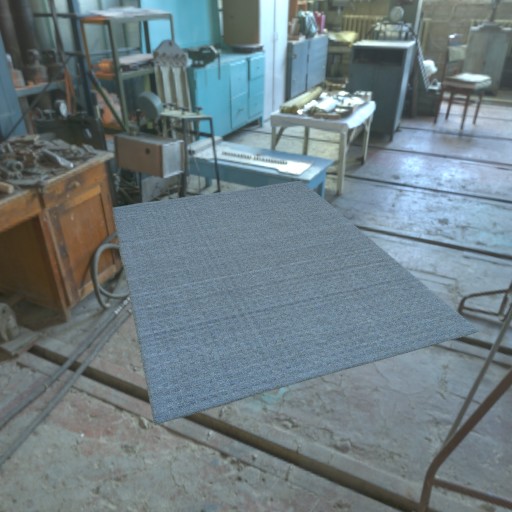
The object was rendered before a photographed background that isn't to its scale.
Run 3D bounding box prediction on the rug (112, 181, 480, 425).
[{"bbox_3d":[0.000,0.000,4.252,2.443,0.007,3.200,-11,33,-17],"label":"rug"}]
